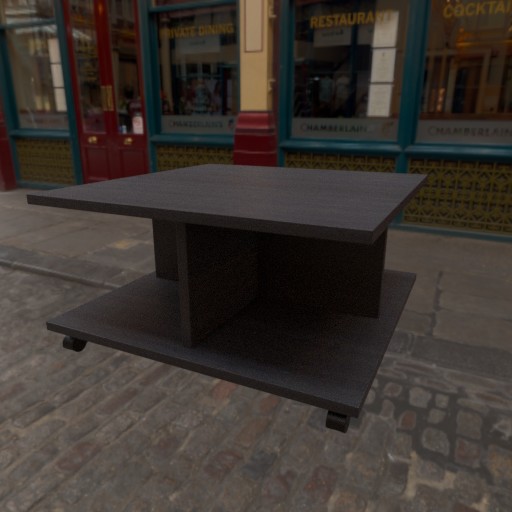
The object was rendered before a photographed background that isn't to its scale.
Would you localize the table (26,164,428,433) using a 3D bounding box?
[{"bbox_3d":[0.000,0.000,1.206,0.762,0.396,0.762,8,19,25],"label":"table"}]
